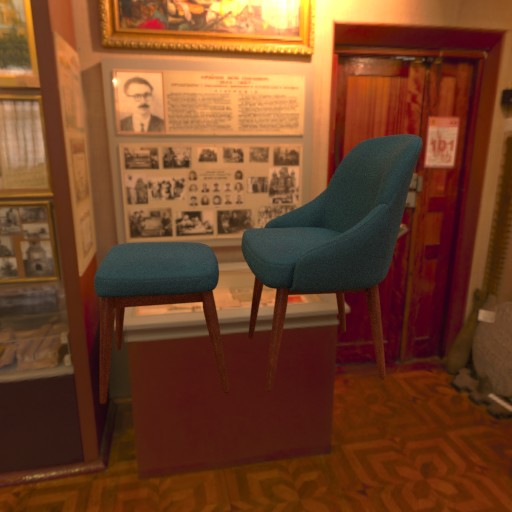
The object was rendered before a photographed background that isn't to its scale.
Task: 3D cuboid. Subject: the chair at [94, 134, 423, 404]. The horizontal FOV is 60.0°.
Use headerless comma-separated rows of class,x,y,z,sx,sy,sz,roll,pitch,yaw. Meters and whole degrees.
chair,0.000,0.000,1.635,1.114,0.866,0.584,-2,15,-9
